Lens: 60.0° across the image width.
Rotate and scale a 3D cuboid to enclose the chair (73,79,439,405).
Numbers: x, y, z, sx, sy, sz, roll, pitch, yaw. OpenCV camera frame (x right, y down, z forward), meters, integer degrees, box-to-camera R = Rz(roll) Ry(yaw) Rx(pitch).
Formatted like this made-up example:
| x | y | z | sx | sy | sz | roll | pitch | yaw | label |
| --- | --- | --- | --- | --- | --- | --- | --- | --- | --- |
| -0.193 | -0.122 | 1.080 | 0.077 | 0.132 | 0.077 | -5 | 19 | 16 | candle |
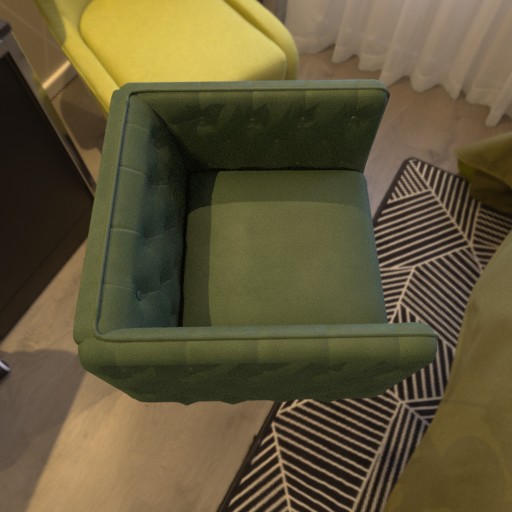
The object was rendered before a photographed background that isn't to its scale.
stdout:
| x | y | z | sx | sy | sz | roll | pitch | yaw | label |
| --- | --- | --- | --- | --- | --- | --- | --- | --- | --- |
| 0.000 | 0.000 | 1.508 | 0.855 | 0.768 | 0.917 | -1 | 64 | 0 | chair |
